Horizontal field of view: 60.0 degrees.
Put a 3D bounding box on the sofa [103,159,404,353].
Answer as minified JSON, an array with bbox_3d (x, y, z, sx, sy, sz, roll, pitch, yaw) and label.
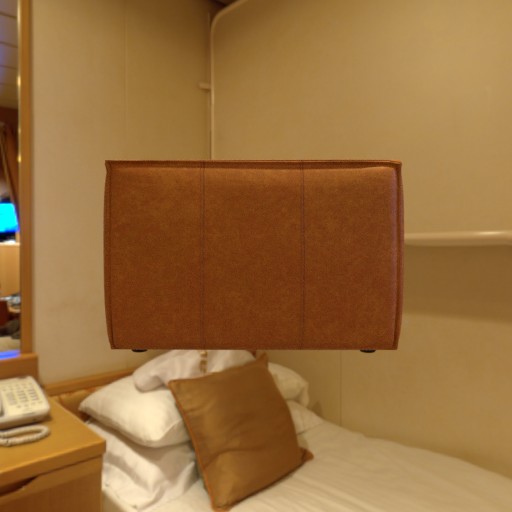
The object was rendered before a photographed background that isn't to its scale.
[{"bbox_3d":[0.000,0.000,2.546,1.102,0.703,2.088,0,1,1],"label":"sofa"}]
